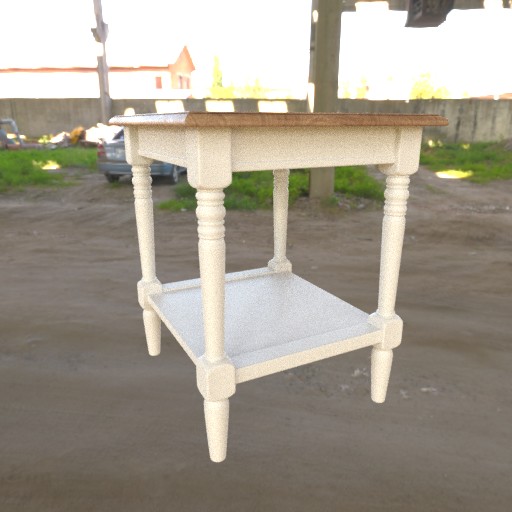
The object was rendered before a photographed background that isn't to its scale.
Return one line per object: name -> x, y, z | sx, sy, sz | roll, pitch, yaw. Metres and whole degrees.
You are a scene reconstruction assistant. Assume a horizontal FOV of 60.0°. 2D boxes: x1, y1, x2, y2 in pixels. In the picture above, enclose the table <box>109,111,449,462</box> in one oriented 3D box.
table -> 0.000, 0.000, 0.926 | 0.457, 0.561, 0.508 | -9, 19, -26
